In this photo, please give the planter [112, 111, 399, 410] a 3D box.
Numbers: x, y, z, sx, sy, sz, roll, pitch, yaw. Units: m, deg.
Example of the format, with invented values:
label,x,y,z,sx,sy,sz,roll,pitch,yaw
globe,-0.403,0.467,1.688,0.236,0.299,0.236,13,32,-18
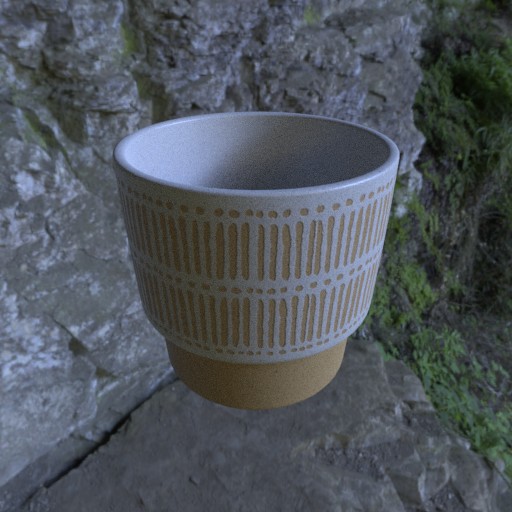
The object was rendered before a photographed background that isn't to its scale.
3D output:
label,x,y,z,sx,sy,sz,roll,pitch,yaw
planter,0.000,0.000,0.582,0.317,0.303,0.317,0,30,0
